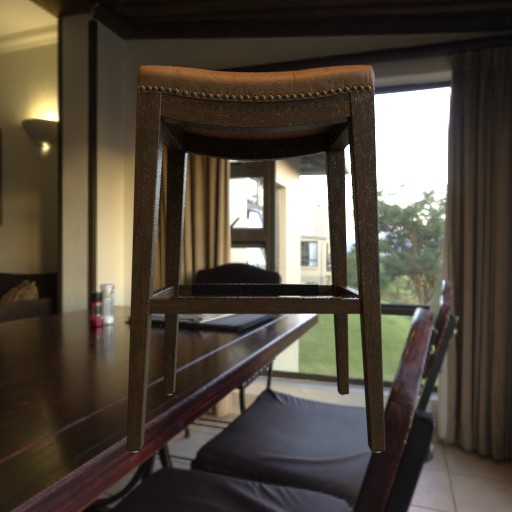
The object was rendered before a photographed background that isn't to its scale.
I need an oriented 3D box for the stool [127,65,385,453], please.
[{"bbox_3d":[0.000,0.000,1.030,0.500,0.759,0.361,0,1,0],"label":"stool"}]
